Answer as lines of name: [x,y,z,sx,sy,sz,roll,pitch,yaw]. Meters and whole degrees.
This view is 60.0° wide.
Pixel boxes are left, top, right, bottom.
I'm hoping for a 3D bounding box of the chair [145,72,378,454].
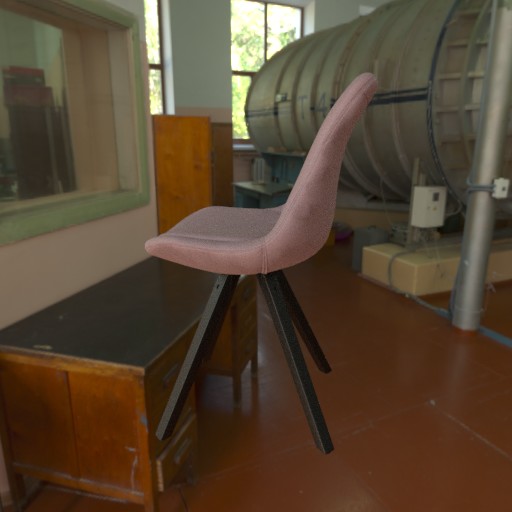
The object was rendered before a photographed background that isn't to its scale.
chair: [0.000,0.000,1.173,0.547,0.865,0.483,2,16,8]
